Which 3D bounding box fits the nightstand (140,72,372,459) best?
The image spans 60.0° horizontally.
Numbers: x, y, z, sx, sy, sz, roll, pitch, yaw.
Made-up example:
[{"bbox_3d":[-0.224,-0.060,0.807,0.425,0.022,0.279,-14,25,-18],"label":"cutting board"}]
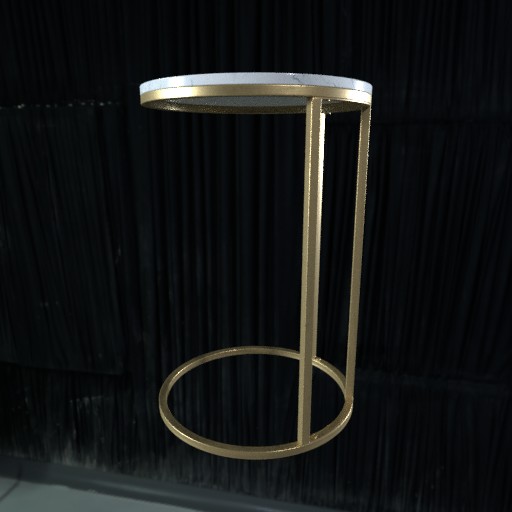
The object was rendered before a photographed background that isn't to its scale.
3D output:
[{"bbox_3d":[0.000,0.000,0.863,0.400,0.610,0.400,2,15,9],"label":"nightstand"}]
